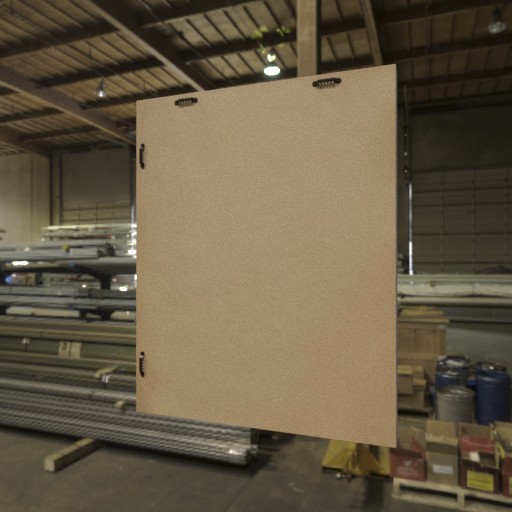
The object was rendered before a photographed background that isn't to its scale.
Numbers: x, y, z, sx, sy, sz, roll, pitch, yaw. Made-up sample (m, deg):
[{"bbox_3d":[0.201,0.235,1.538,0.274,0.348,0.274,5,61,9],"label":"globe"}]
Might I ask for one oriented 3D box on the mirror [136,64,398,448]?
[{"bbox_3d":[0.000,0.000,0.669,0.405,0.508,0.041,0,0,20],"label":"mirror"}]
